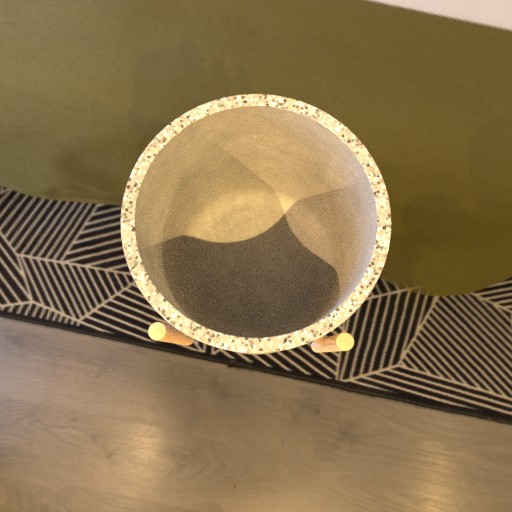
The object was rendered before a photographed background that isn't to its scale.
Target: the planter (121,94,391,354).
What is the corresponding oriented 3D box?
[{"bbox_3d":[0.000,0.000,0.701,0.360,0.419,0.360,-19,78,-4],"label":"planter"}]
